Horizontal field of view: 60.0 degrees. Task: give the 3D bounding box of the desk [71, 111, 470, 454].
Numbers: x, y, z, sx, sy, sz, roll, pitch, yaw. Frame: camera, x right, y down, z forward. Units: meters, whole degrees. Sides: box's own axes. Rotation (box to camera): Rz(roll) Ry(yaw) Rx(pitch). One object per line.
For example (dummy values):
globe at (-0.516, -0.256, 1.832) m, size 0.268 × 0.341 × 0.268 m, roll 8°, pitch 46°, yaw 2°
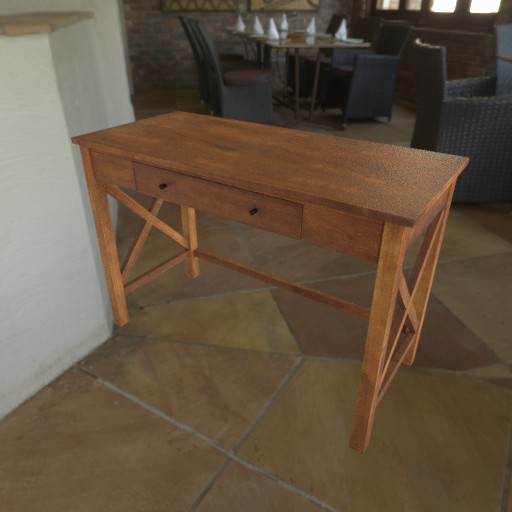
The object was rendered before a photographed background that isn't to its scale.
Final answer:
desk at (0.000, 0.000, 1.534) m, size 1.117 × 0.762 × 0.508 m, roll 19°, pitch 35°, yaw 29°
